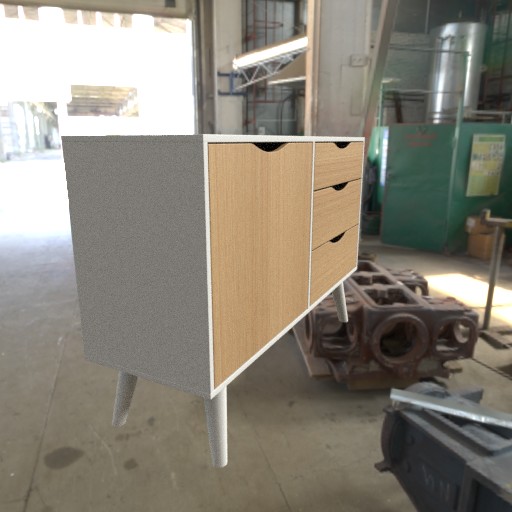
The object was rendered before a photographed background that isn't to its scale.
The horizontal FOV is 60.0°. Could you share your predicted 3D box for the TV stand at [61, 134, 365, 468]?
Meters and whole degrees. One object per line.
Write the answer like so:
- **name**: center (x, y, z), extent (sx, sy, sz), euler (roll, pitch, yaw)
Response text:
- **TV stand**: center (0.000, 0.000, 1.562), extent (0.406, 0.812, 1.193), euler (8, 17, 27)
